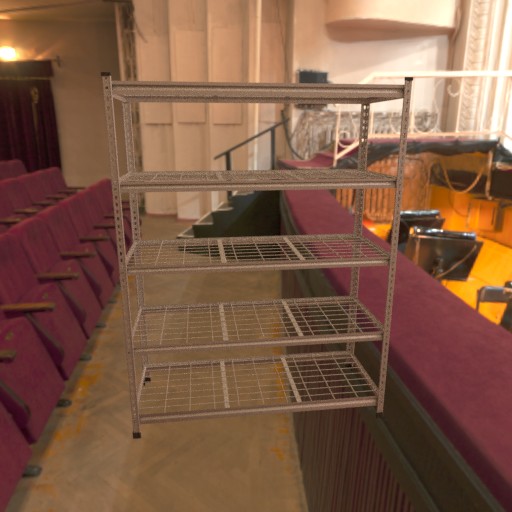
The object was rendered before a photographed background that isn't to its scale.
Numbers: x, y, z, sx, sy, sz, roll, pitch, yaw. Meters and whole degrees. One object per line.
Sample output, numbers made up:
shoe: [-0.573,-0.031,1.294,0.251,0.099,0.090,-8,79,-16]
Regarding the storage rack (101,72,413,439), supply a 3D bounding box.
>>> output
storage rack: [0.000,0.000,2.689,1.524,1.981,0.610,-2,16,-7]
